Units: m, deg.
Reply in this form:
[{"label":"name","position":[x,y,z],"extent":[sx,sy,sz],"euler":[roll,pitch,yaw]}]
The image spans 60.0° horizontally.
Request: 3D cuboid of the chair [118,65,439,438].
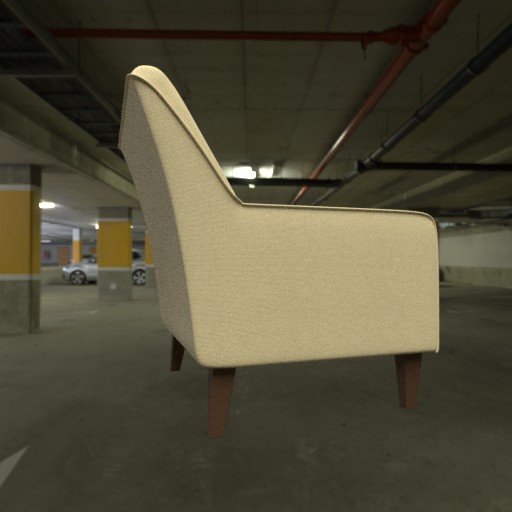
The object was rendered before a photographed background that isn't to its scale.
[{"label":"chair","position":[0.000,0.000,1.538],"extent":[0.899,0.919,0.780],"euler":[0,-1,-19]}]
